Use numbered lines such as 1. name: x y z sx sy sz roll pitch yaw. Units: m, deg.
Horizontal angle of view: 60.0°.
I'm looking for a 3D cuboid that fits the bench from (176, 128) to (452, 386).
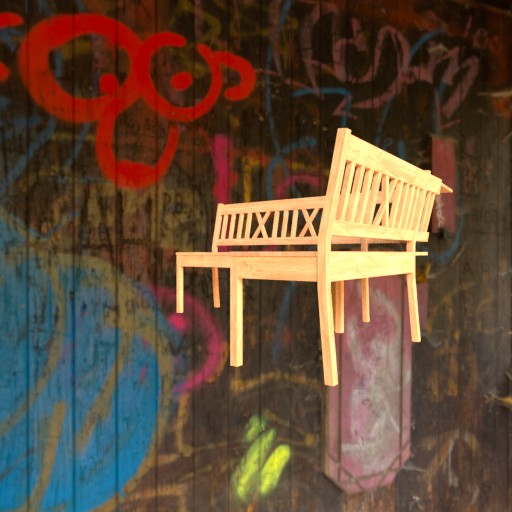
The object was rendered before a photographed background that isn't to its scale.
1. bench: 0.000 0.000 2.721 1.937 0.902 1.537 0 0 37
